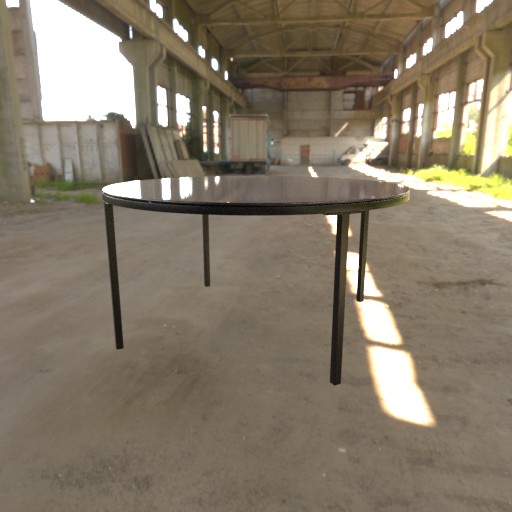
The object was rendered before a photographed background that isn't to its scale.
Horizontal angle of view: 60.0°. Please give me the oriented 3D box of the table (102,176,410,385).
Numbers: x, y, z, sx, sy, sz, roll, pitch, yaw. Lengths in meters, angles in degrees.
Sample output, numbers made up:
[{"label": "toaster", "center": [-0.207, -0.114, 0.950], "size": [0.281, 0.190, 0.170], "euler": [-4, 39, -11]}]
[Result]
[{"label": "table", "center": [0.000, 0.000, 1.260], "size": [0.800, 0.400, 0.800], "euler": [0, 14, 0]}]
